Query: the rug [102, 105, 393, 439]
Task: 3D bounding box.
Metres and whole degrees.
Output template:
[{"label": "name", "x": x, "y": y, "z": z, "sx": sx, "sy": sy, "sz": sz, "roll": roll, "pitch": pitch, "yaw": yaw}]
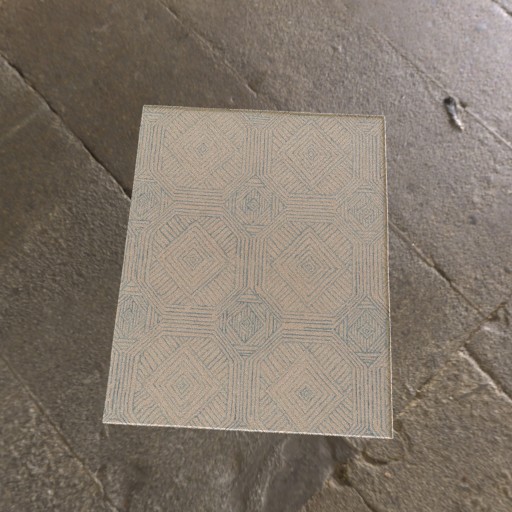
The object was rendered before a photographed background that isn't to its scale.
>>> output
[{"label": "rug", "x": 0.000, "y": 0.000, "z": 4.111, "sx": 2.457, "sy": 0.015, "sz": 3.049, "roll": 3, "pitch": 75, "yaw": 1}]
